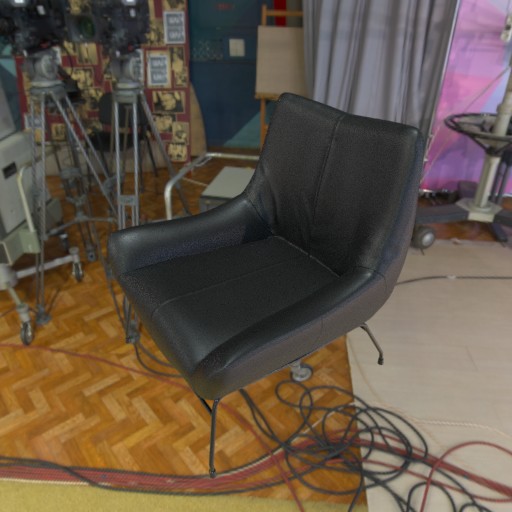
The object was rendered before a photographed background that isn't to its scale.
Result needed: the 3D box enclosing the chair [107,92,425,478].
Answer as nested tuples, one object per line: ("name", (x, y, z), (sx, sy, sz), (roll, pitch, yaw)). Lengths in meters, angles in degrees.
("chair", (0.000, 0.000, 1.550), (0.826, 0.922, 0.836), (-20, 37, -29))
